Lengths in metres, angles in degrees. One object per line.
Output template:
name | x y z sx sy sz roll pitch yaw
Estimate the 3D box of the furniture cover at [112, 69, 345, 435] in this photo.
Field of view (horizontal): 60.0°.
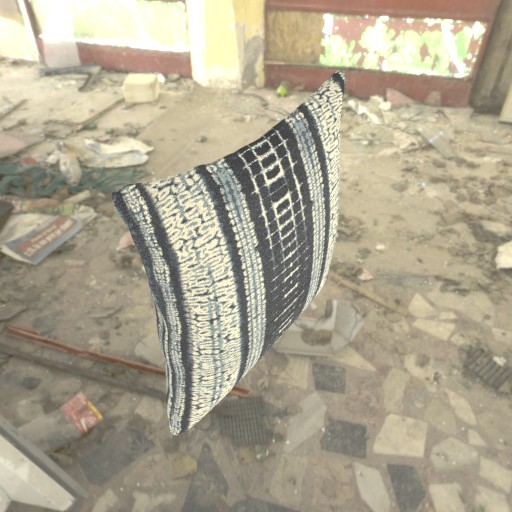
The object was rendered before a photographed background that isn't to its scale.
furniture cover | 0.000 0.000 0.663 0.133 0.435 0.425 26 47 27
